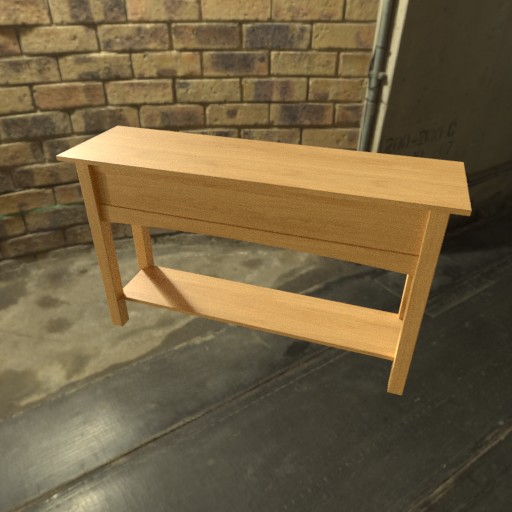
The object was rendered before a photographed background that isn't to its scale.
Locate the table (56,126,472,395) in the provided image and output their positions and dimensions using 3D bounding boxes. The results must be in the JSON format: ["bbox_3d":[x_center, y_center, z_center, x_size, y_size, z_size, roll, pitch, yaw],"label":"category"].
[{"bbox_3d":[0.000,0.000,1.595,1.240,0.730,0.350,10,34,15],"label":"table"}]
